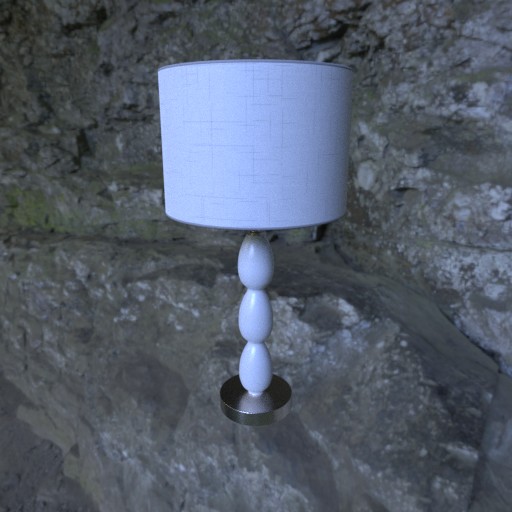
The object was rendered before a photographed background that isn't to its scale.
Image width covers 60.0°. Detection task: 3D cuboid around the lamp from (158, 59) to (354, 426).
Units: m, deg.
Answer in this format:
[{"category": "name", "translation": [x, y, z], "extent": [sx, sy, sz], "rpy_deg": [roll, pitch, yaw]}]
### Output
[{"category": "lamp", "translation": [0.000, 0.000, 0.726], "extent": [0.282, 0.559, 0.280], "rpy_deg": [-9, 19, -27]}]
